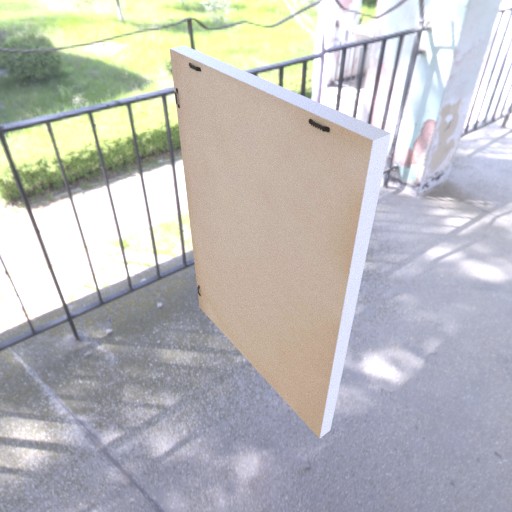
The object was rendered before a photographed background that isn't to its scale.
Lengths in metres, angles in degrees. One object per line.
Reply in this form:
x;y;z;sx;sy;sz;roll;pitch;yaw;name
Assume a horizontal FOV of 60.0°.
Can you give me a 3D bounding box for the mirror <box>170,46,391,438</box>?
0.000;0.000;0.925;0.039;0.710;0.507;-26;46;-28;mirror
